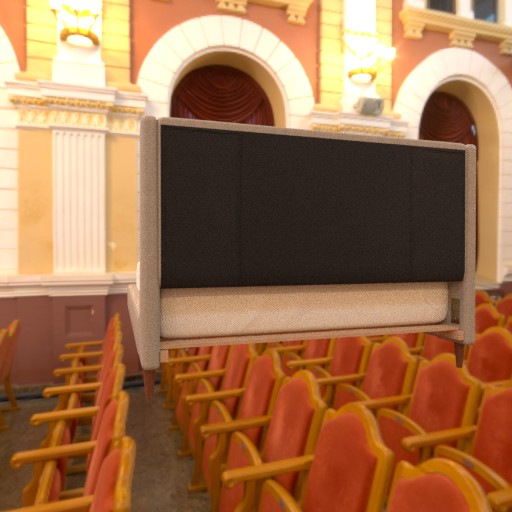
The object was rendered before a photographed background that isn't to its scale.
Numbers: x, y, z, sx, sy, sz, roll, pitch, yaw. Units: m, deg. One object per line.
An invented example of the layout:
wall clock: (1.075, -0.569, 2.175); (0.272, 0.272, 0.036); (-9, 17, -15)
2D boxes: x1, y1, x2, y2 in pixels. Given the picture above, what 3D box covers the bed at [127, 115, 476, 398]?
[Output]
bed: (0.000, 0.000, 3.056); (1.656, 1.147, 2.232); (0, 1, -18)
